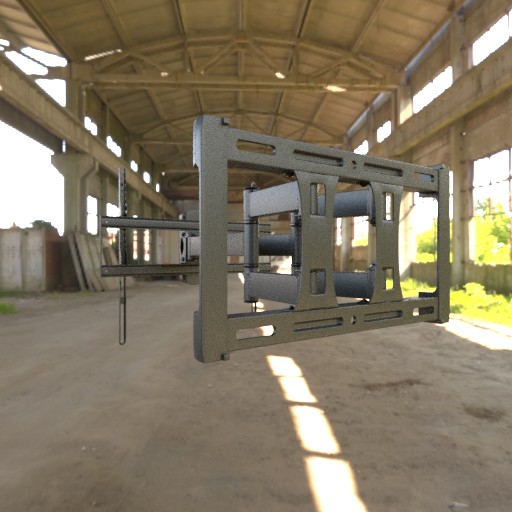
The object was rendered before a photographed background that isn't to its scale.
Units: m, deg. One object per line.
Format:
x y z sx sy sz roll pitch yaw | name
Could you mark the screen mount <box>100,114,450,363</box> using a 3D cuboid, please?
0.000 0.000 0.944 0.571 0.424 0.556 0 0 -36 | screen mount
